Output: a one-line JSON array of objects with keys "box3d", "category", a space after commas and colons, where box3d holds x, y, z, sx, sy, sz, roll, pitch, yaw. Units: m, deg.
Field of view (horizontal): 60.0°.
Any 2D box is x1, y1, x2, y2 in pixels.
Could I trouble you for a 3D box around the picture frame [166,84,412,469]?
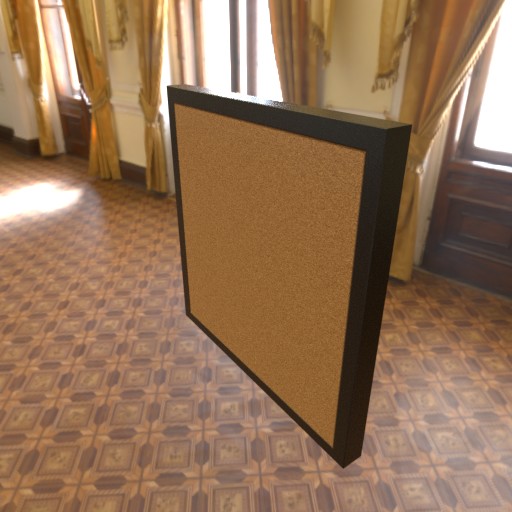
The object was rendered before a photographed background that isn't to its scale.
[{"box3d": [0.000, 0.000, 0.527, 0.029, 0.353, 0.355, -18, 32, -32], "category": "picture frame"}]
